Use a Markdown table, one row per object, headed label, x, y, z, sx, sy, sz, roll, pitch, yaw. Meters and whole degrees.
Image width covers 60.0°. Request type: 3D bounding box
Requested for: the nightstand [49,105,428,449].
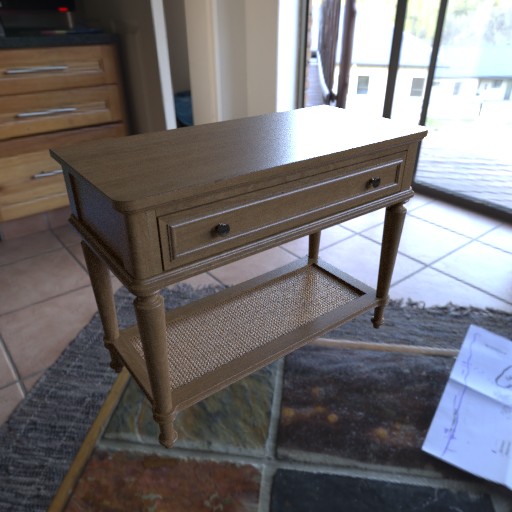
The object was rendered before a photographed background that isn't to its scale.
| label | x | y | z | sx | sy | sz | roll | pitch | yaw |
| --- | --- | --- | --- | --- | --- | --- | --- | --- | --- |
| nightstand | 0.000 | 0.000 | 1.318 | 0.914 | 0.700 | 0.432 | -20 | 35 | -31 |
